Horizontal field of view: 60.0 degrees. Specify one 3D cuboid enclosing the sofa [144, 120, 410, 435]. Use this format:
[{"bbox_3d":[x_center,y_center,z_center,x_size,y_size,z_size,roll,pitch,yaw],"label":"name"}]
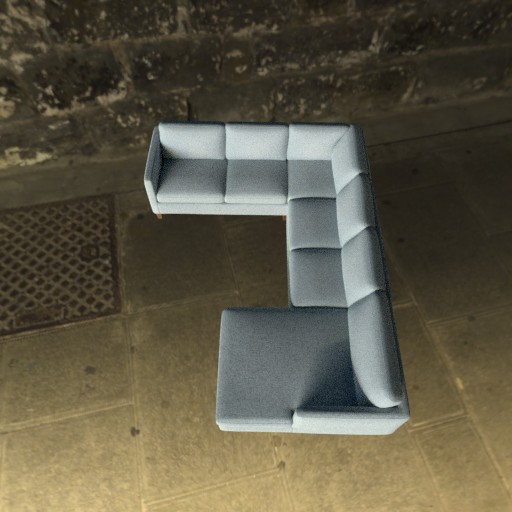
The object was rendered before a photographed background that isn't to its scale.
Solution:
[{"bbox_3d":[0.000,0.000,4.628,2.551,0.889,3.403,1,57,1],"label":"sofa"}]
